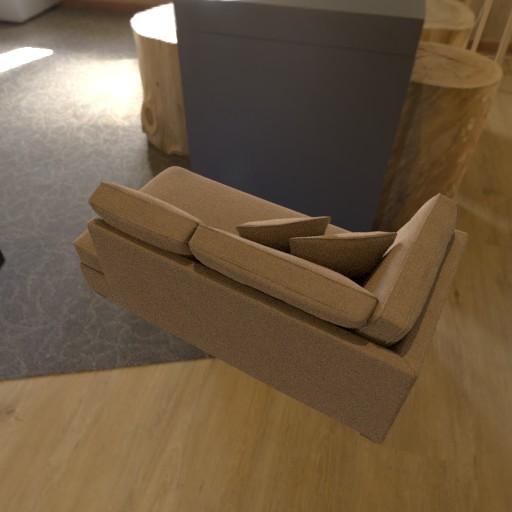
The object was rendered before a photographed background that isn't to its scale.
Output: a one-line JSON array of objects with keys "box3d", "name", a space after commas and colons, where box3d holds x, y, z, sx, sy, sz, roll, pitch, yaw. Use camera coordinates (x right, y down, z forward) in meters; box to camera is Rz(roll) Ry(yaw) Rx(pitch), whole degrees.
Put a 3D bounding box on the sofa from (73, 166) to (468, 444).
[{"box3d": [0.000, 0.000, 2.836, 2.238, 1.019, 1.110, 23, 50, 20], "name": "sofa"}]
